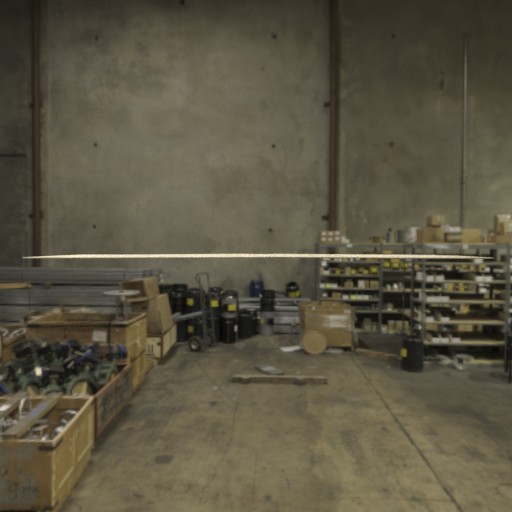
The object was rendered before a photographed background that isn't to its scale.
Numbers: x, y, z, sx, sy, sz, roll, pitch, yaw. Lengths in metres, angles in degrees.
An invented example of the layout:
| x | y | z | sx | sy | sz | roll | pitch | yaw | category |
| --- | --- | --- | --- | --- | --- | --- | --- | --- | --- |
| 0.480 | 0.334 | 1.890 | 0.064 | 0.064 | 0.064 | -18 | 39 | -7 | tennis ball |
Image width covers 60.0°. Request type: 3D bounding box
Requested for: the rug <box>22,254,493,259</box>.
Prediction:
| x | y | z | sx | sy | sz | roll | pitch | yaw | category |
| --- | --- | --- | --- | --- | --- | --- | --- | --- | --- |
| 0.000 | 0.000 | 2.606 | 2.390 | 0.014 | 0.741 | 0 | 1 | 1 | rug |
